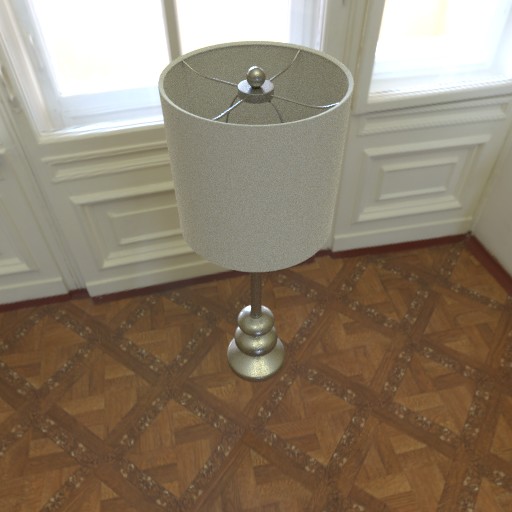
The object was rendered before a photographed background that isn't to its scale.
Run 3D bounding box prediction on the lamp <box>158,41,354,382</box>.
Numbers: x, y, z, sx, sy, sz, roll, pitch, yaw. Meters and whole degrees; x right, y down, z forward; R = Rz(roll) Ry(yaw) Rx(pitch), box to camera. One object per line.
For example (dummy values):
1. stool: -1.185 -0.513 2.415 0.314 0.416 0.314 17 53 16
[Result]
1. lamp: 0.000 0.000 0.815 0.254 0.690 0.254 24 50 22
